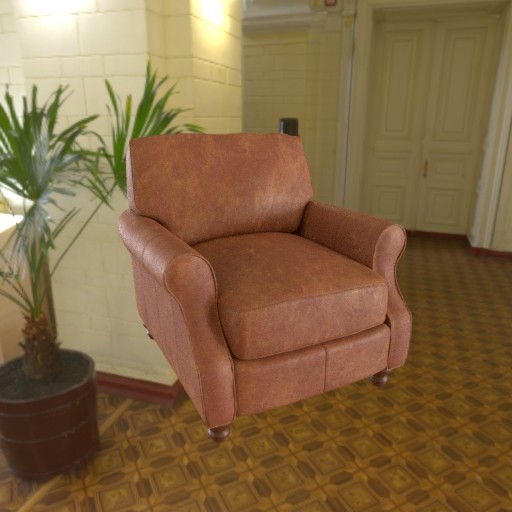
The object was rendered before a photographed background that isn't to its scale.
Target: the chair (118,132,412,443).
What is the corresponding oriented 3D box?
[{"bbox_3d":[0.000,0.000,1.820,0.983,0.962,0.986,-9,19,-26],"label":"chair"}]
